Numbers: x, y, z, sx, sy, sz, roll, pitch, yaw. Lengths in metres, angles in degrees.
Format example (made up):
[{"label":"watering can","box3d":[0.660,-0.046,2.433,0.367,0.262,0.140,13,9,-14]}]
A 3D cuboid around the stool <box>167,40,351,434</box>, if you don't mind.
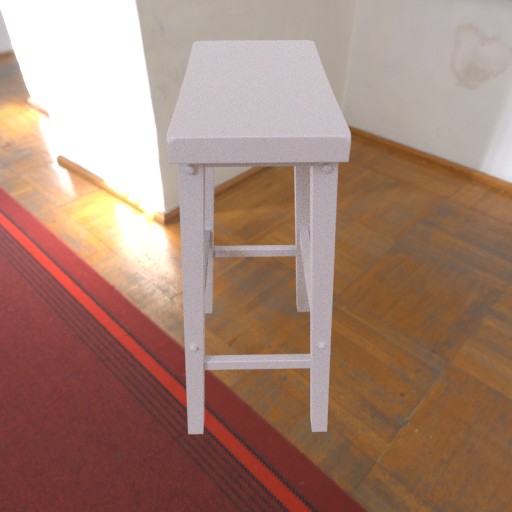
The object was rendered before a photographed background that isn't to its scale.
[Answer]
[{"label":"stool","box3d":[0.000,0.000,0.939,0.322,0.742,0.406,-1,41,-1]}]
